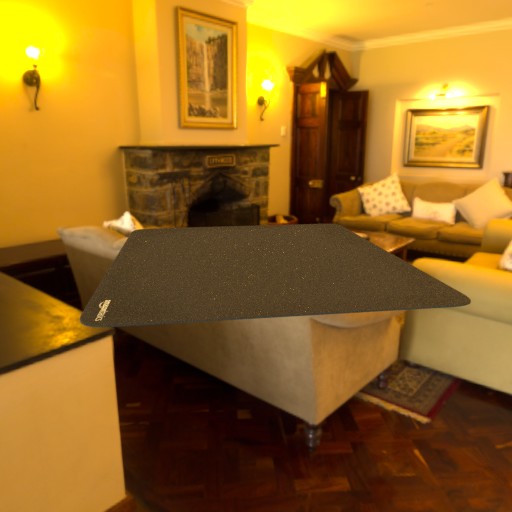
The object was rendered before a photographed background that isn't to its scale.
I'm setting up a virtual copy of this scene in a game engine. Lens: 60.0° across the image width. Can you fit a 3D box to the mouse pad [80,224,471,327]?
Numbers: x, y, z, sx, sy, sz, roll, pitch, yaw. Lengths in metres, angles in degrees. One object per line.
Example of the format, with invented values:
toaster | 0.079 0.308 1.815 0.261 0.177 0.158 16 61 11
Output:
mouse pad | 0.000 0.000 0.634 0.393 0.002 0.451 -2 15 -8
